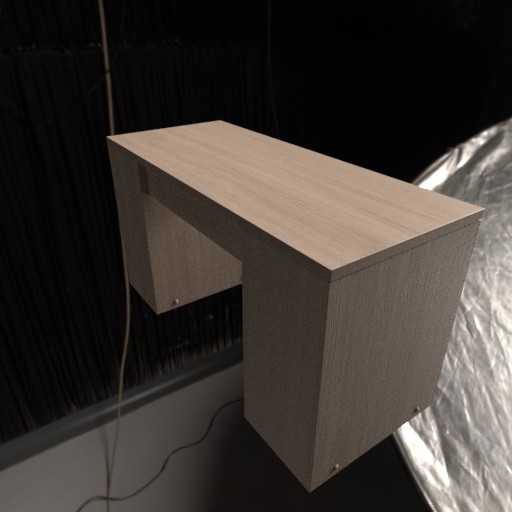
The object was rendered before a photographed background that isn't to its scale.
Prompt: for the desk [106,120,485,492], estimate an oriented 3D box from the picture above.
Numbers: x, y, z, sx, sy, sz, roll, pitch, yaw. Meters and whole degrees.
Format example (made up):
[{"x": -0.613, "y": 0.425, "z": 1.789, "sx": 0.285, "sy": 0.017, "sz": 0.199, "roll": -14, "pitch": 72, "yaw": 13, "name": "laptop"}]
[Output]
[{"x": 0.000, "y": 0.000, "z": 1.738, "sx": 0.600, "sy": 0.740, "sz": 1.390, "roll": -19, "pitch": 34, "yaw": -30, "name": "desk"}]
